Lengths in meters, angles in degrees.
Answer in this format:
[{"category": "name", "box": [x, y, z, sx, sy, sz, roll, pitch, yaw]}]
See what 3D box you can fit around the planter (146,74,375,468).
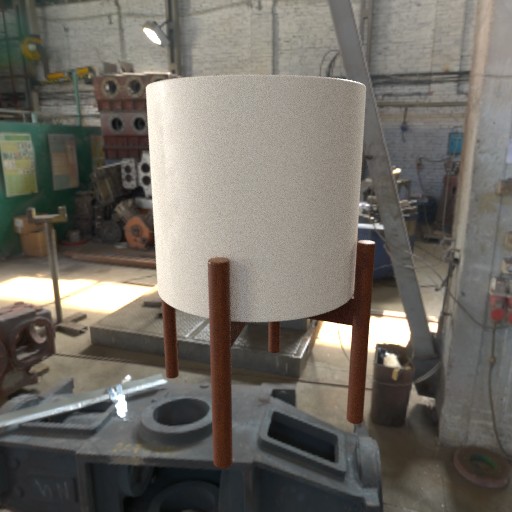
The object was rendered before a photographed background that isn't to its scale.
[{"category": "planter", "box": [0.000, 0.000, 0.948, 0.417, 0.670, 0.417, -7, 16, -26]}]
